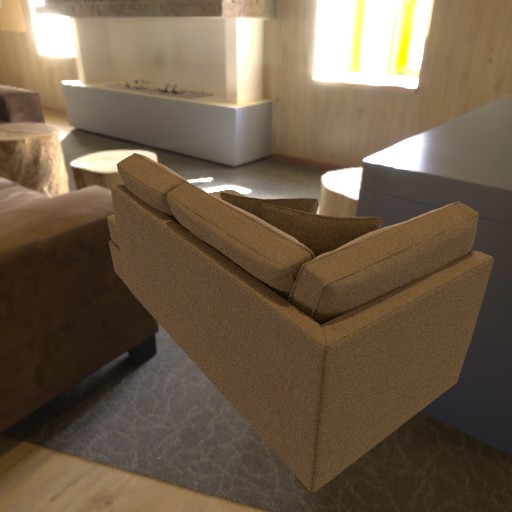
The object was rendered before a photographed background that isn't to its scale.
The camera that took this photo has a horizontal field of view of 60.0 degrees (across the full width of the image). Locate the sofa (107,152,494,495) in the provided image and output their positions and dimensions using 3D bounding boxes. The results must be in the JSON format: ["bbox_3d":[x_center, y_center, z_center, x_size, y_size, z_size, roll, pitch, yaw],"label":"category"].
[{"bbox_3d":[0.000,0.000,2.648,1.110,1.019,2.238,-19,34,-31],"label":"sofa"}]
